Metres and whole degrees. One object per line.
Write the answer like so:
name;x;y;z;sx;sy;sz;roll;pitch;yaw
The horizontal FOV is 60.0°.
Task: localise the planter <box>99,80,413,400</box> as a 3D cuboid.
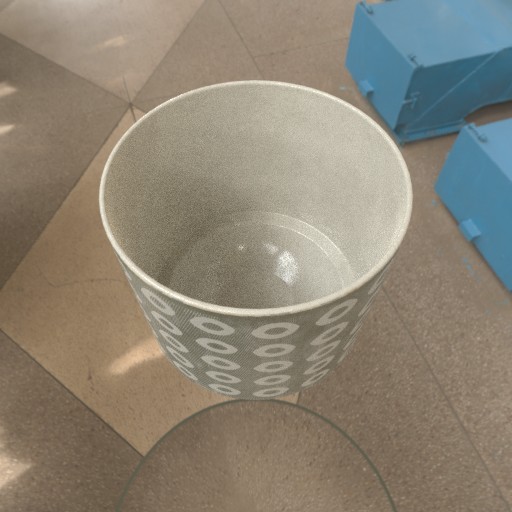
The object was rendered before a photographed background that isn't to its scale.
planter;0.000;0.000;0.348;0.190;0.181;0.190;0;56;0
